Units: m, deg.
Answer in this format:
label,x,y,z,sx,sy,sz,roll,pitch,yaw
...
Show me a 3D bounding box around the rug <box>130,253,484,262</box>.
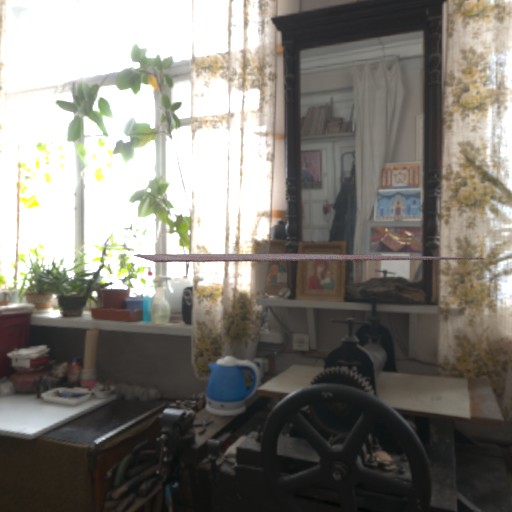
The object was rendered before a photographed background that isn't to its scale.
label,x,y,z,sx,sy,sz,roll,pitch,yaw
rug,0.000,0.000,2.333,1.219,0.006,1.829,0,1,-18
